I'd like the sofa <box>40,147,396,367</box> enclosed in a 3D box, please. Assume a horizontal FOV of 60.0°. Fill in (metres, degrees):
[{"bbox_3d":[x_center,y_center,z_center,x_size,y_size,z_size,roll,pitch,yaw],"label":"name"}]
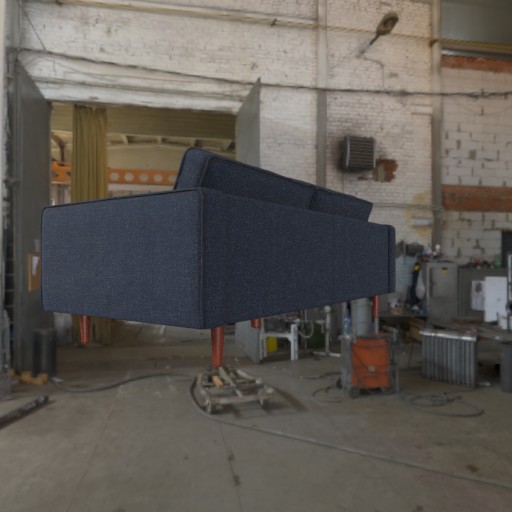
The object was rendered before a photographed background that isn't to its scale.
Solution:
[{"bbox_3d":[0.000,0.000,2.340,0.914,0.762,1.880,0,-1,35],"label":"sofa"}]
